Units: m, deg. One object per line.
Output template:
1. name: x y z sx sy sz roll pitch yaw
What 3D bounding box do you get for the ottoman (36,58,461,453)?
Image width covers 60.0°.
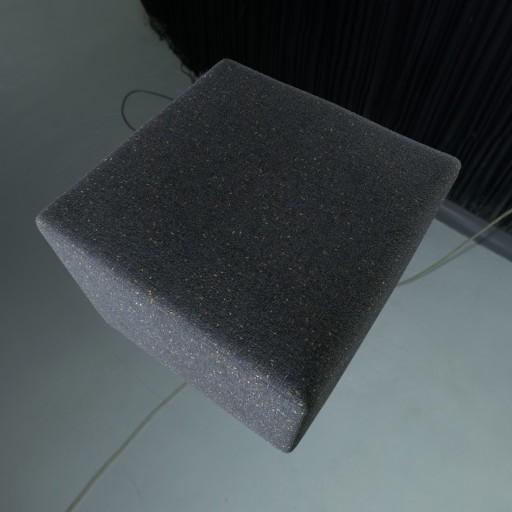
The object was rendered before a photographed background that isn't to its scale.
1. ottoman: 0.000 0.000 0.870 0.508 0.432 0.508 31 63 18
